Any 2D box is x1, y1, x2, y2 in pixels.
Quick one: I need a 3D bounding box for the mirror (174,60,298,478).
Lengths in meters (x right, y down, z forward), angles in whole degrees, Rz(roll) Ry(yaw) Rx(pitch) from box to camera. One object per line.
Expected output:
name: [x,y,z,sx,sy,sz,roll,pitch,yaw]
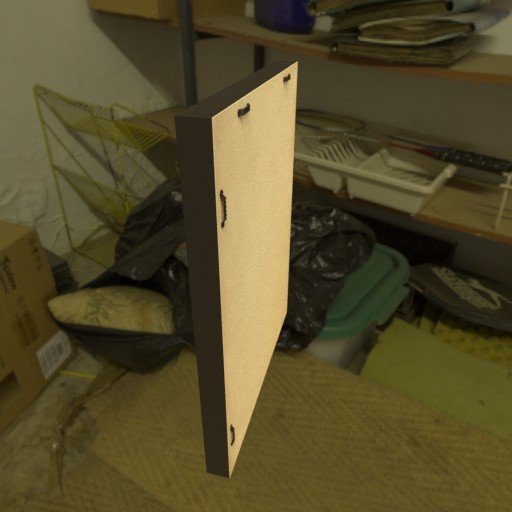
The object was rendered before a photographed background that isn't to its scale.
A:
mirror: [0.000,0.000,0.682,0.041,0.509,0.406,8,31,13]
